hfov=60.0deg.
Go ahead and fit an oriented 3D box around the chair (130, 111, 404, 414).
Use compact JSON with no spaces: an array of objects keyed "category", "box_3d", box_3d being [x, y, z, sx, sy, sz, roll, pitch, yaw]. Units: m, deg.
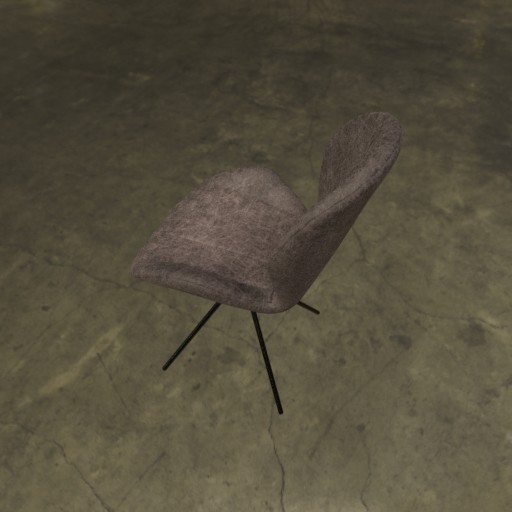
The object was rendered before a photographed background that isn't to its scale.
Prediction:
[{"category":"chair","box_3d":[0.000,0.000,1.304,0.640,0.934,0.527,16,48,15]}]
